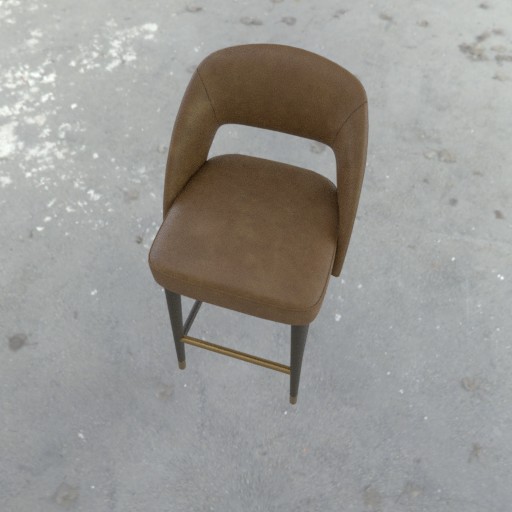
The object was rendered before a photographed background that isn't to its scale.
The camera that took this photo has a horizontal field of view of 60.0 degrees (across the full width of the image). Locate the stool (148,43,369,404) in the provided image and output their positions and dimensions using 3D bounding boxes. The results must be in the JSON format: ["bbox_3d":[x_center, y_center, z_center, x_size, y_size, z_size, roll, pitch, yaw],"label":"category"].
[{"bbox_3d":[0.000,0.000,1.313,0.494,1.037,0.509,15,59,9],"label":"stool"}]
